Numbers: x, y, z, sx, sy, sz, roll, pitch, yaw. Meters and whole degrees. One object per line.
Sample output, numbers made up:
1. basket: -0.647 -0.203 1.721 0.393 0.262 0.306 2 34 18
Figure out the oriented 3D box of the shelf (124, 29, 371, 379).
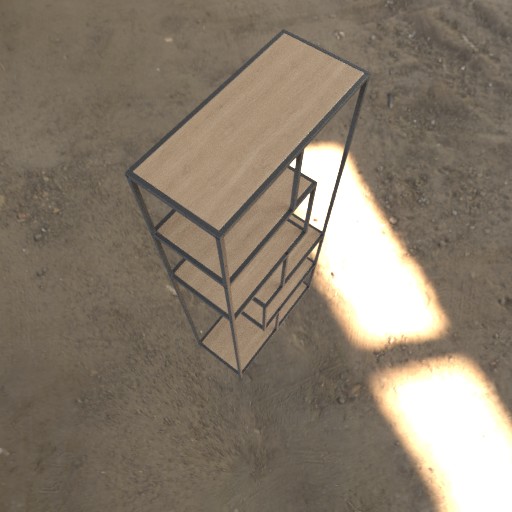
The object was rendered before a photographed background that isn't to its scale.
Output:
1. shelf: 0.000 0.000 2.166 0.350 1.850 0.770 34 68 16
